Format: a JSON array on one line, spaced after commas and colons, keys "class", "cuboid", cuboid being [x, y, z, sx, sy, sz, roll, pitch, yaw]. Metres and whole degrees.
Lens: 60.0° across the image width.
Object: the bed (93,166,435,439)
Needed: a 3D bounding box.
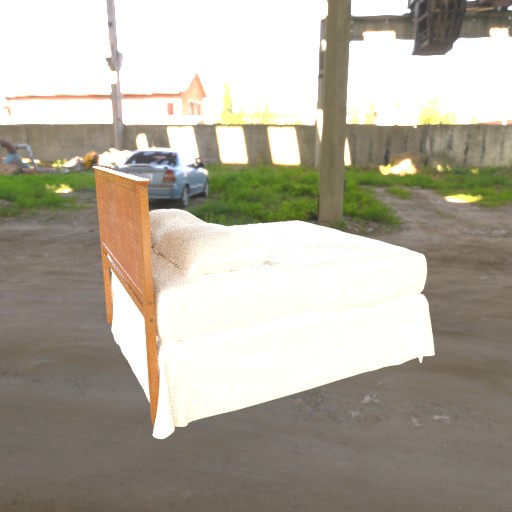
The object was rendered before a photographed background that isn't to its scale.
[{"class": "bed", "cuboid": [0.000, 0.000, 3.282, 2.035, 1.273, 1.870, -7, 15, -26]}]
